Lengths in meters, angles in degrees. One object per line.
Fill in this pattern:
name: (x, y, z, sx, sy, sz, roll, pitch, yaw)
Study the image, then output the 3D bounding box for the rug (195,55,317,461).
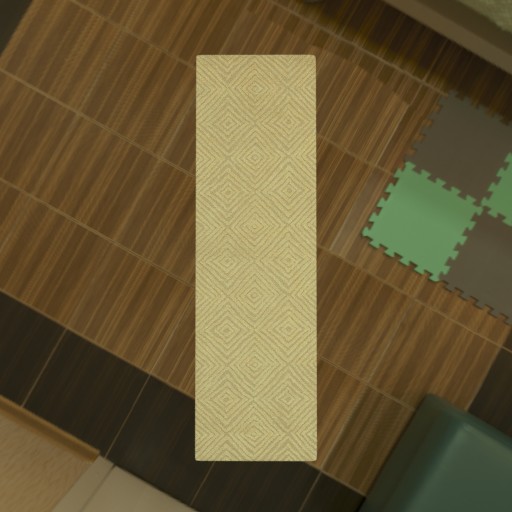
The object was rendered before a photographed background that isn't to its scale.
rug: (0.000, 0.000, 2.489, 0.676, 0.008, 2.277, 0, 89, 0)
